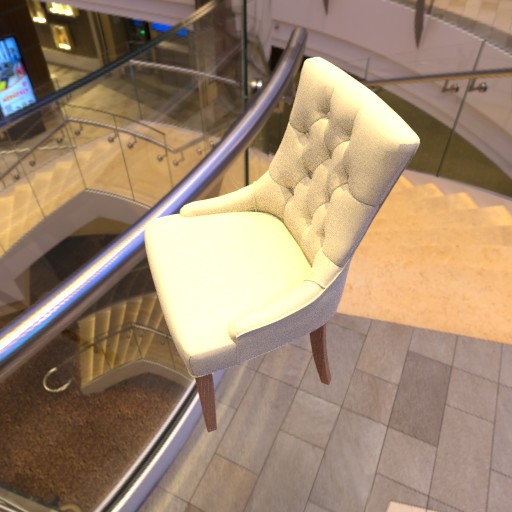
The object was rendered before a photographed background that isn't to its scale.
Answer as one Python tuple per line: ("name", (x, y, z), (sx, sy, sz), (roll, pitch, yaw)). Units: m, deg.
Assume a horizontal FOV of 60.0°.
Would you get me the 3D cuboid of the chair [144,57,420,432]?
("chair", (0.000, 0.000, 1.225), (0.565, 0.874, 0.509), (-15, 47, -15))
